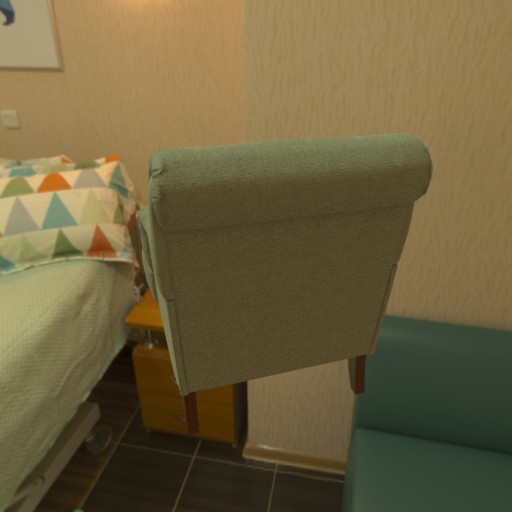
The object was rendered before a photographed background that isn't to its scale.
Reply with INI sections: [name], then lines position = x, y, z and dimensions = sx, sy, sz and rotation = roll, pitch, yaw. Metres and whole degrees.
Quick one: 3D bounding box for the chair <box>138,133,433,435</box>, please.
[chair]
position = 0.000, 0.000, 1.988
dimensions = 0.964, 1.178, 1.060
rotation = -8, 27, -16
